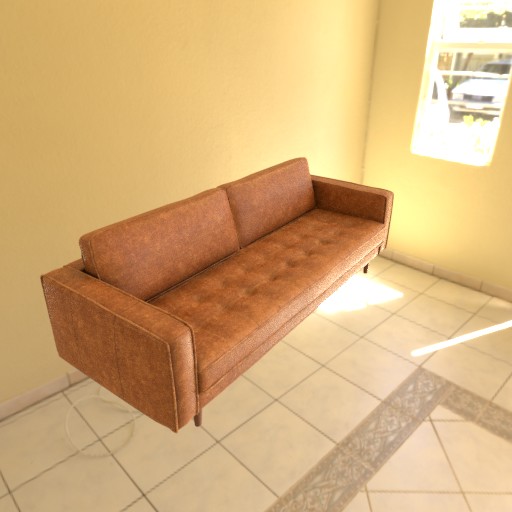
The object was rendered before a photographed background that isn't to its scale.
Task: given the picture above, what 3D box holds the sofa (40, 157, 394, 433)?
[{"bbox_3d":[0.000,0.000,2.646,0.886,0.779,2.199,18,31,32],"label":"sofa"}]
